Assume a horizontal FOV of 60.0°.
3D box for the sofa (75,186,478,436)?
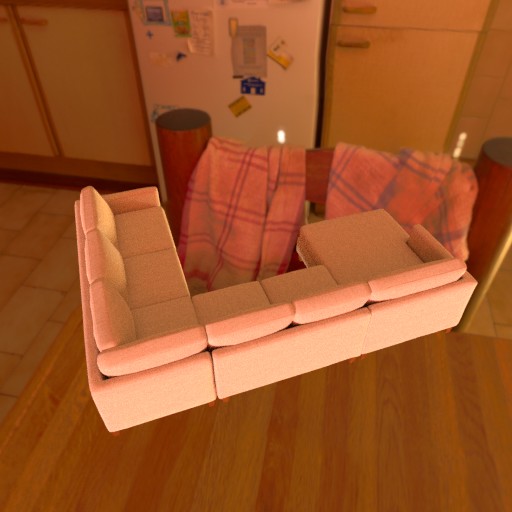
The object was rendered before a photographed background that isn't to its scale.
[{"bbox_3d":[0.000,0.000,4.682,3.460,0.961,2.594,-13,44,-14],"label":"sofa"}]
